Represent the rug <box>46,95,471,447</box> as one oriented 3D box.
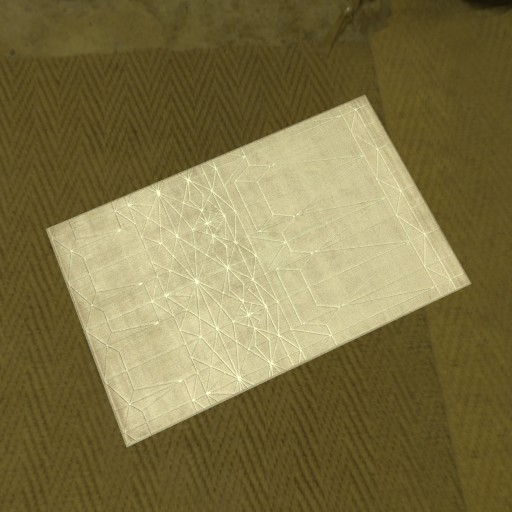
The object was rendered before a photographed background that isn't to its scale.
[{"bbox_3d":[0.000,0.000,2.972,2.438,0.012,1.524,-24,79,-5],"label":"rug"}]
